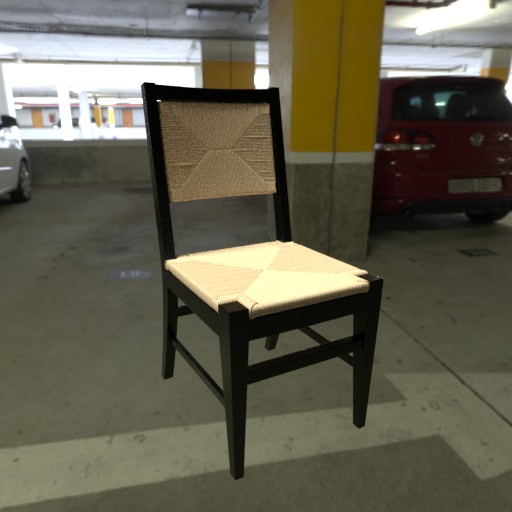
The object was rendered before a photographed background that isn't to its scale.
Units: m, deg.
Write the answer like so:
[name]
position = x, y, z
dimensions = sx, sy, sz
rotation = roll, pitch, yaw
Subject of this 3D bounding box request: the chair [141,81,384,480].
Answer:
[chair]
position = 0.000, 0.000, 1.237
dimensions = 0.437, 0.927, 0.552
rotation = -9, 19, -28
